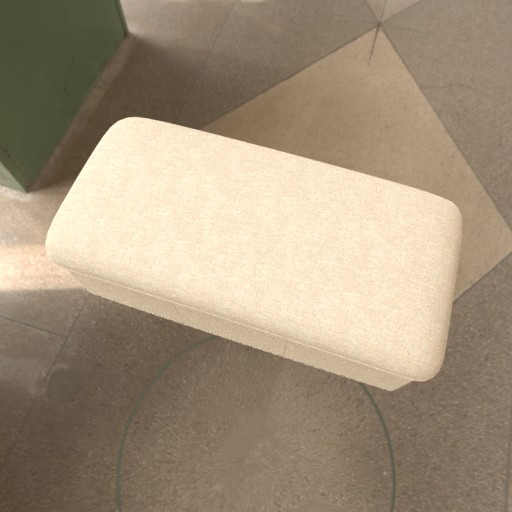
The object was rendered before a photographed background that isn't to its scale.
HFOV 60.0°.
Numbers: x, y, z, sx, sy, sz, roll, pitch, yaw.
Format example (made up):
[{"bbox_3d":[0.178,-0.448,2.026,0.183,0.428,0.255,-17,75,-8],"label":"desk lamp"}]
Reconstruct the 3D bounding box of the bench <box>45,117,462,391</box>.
[{"bbox_3d":[0.000,0.000,1.247,0.991,0.483,0.483,17,66,8],"label":"bench"}]
